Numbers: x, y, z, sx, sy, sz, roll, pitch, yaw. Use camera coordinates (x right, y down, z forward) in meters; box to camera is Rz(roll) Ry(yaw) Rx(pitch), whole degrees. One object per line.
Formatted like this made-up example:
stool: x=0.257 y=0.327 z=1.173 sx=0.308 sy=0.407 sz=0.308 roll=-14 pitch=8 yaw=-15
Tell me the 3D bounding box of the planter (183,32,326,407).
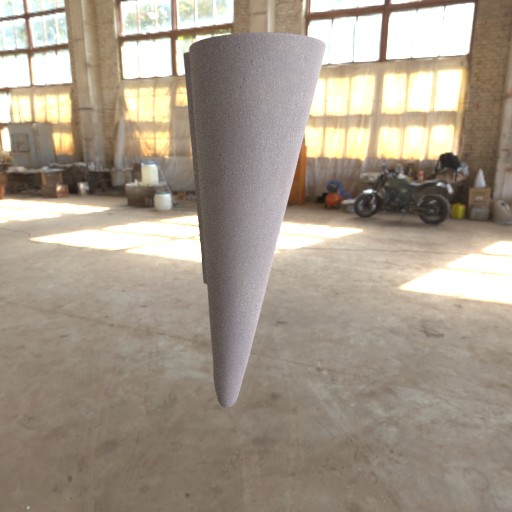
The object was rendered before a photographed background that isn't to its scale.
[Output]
planter: x=0.000 y=0.000 z=0.300 sx=0.087 sy=0.259 sz=0.078 roll=14 pitch=20 yaw=42
